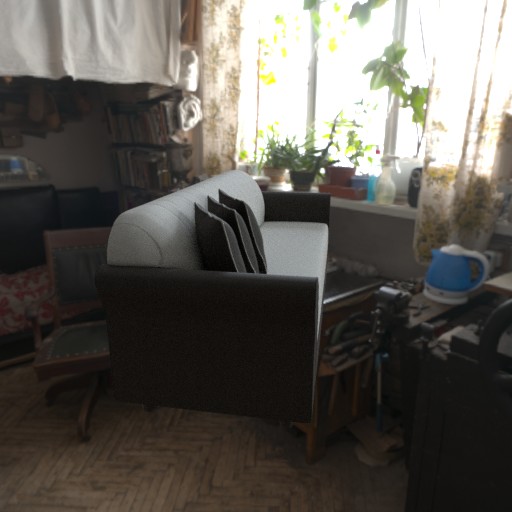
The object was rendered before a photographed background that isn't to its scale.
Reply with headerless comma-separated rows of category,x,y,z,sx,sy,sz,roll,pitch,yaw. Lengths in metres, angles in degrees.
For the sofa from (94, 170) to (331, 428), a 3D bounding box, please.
sofa,0.000,0.000,2.431,0.755,0.787,2.001,3,17,10
